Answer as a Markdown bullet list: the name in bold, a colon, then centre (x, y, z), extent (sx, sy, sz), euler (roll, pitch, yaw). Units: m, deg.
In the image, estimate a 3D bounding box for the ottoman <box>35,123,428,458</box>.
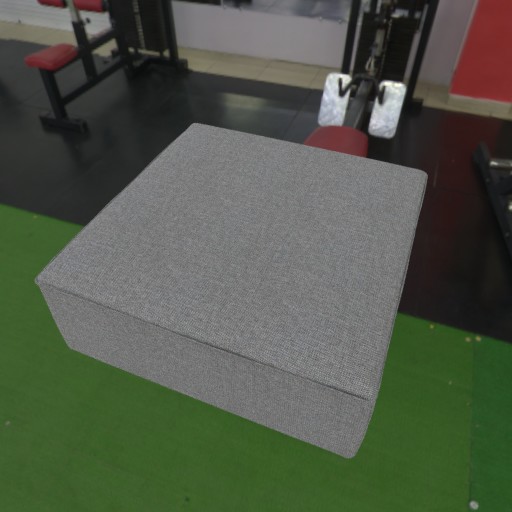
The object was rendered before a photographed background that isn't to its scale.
- **ottoman**: centre (0.000, 0.000, 1.592), extent (1.023, 0.423, 1.017), euler (16, 47, 16)
